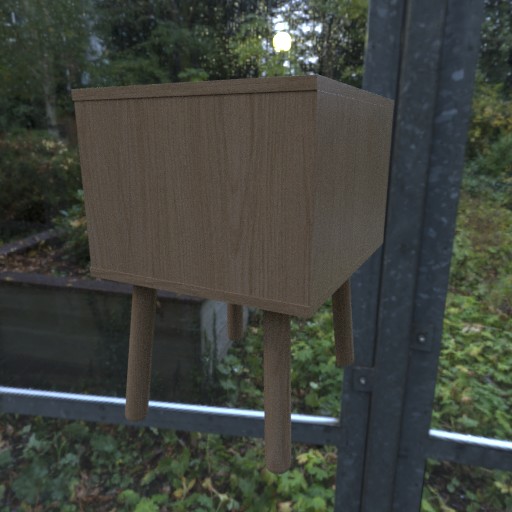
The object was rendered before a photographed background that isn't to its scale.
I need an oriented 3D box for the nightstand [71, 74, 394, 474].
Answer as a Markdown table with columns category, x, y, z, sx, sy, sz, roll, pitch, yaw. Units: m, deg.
| category | x | y | z | sx | sy | sz | roll | pitch | yaw |
| --- | --- | --- | --- | --- | --- | --- | --- | --- | --- |
| nightstand | 0.000 | 0.000 | 0.837 | 0.380 | 0.571 | 0.450 | 8 | 17 | 26 |
